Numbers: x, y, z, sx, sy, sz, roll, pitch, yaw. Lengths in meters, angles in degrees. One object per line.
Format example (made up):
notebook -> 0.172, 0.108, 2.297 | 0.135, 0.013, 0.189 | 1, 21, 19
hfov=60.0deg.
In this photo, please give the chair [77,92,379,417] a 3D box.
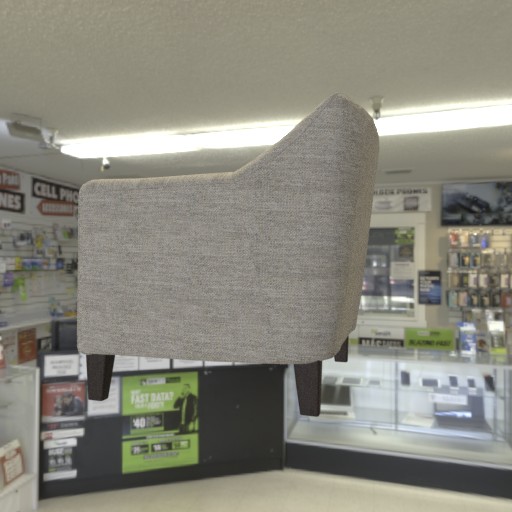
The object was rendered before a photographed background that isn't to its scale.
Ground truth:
chair -> 0.000, 0.000, 1.412 | 0.758, 0.761, 0.796 | 0, -1, 18
